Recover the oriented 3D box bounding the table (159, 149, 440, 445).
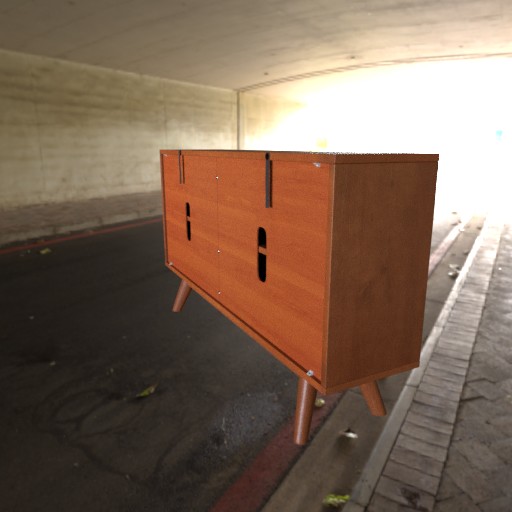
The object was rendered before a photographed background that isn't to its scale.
[{"bbox_3d":[0.000,0.000,1.508,0.308,0.698,1.220,-7,16,-26],"label":"table"}]
